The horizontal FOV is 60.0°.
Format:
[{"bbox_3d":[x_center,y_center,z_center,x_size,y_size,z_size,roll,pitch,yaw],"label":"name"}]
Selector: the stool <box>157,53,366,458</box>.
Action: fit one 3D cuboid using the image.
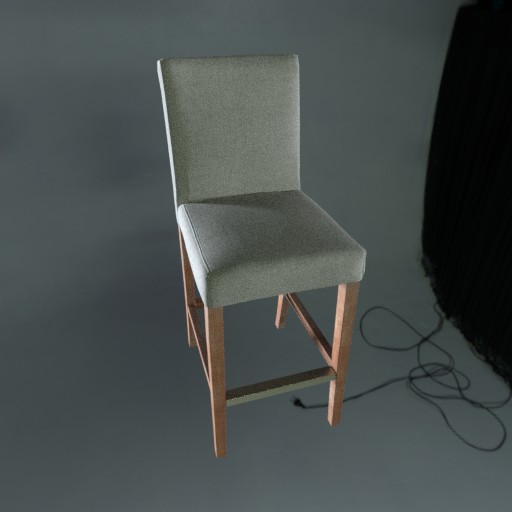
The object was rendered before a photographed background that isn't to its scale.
[{"bbox_3d":[0.000,0.000,1.378,0.439,1.088,0.570,-9,33,-15],"label":"stool"}]
